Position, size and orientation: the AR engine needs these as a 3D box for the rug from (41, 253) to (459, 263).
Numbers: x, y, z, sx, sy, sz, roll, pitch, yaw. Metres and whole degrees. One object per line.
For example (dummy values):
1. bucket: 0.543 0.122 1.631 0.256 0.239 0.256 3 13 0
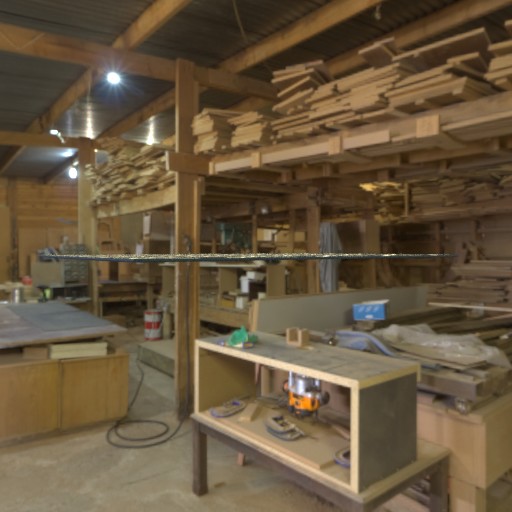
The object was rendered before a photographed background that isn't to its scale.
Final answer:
1. rug: 0.000 0.000 2.882 2.294 0.014 1.528 -1 1 -37
